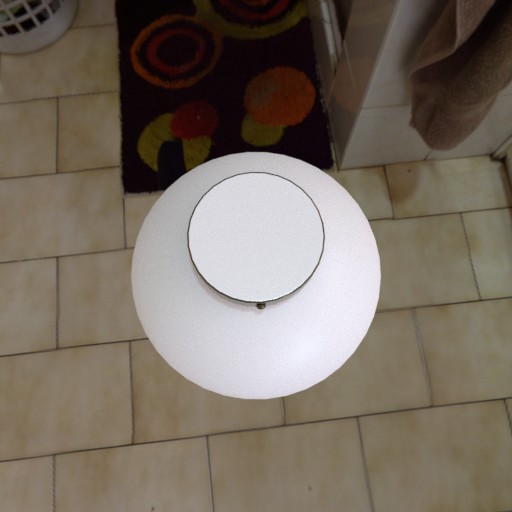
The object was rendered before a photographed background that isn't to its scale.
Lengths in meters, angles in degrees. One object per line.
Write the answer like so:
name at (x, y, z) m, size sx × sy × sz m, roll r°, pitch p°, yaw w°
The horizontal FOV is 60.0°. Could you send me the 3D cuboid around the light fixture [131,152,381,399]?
light fixture at (0.000, 0.000, 0.561) m, size 0.355 × 0.177 × 0.355 m, roll 0°, pitch 75°, yaw 0°
